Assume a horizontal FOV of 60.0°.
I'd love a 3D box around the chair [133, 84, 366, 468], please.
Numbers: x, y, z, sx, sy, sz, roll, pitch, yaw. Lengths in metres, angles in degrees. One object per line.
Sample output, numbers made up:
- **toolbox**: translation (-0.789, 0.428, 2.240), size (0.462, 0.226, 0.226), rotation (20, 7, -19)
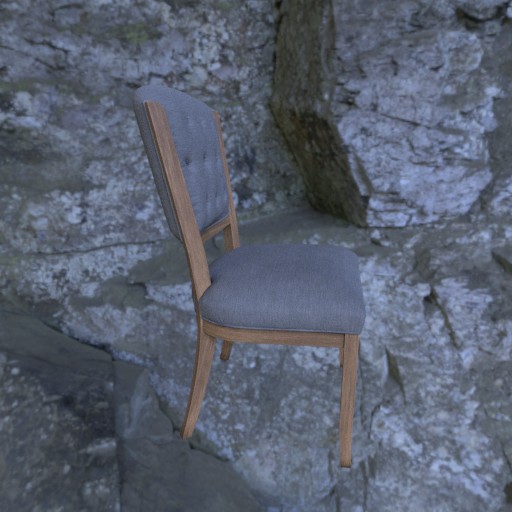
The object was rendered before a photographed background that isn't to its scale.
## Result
- **chair**: translation (0.000, 0.000, 1.248), size (0.584, 0.905, 0.513), rotation (3, 16, 10)
